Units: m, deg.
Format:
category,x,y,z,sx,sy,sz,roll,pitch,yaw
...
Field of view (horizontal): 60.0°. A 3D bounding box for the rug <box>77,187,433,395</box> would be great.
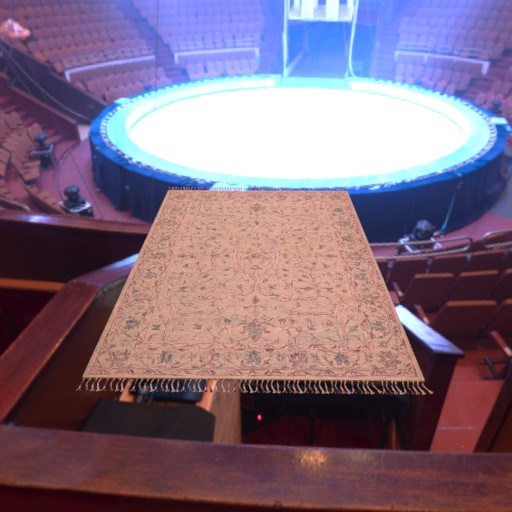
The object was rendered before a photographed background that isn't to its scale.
category,x,y,z,sx,sy,sz,roll,pitch,yaw
rug,0.000,0.000,2.289,1.247,0.008,1.802,0,31,1
